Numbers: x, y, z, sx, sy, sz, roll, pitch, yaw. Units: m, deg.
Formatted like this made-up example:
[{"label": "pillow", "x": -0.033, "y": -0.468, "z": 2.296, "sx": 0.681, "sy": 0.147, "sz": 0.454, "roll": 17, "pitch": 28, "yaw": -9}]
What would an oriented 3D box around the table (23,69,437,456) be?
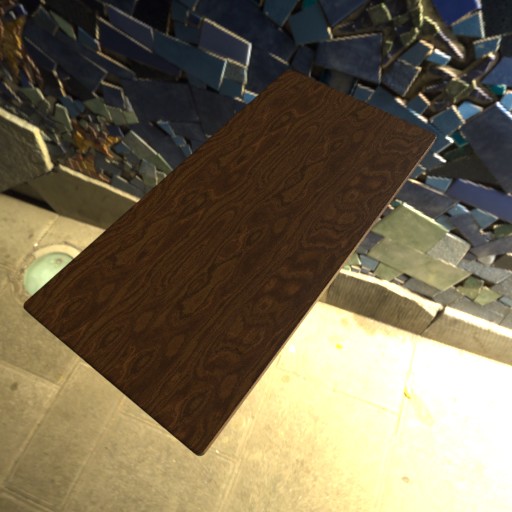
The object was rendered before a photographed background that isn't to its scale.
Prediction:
[{"label": "table", "x": 0.000, "y": 0.000, "z": 2.230, "sx": 0.883, "sy": 0.753, "sz": 1.791, "roll": 32, "pitch": 63, "yaw": 18}]
